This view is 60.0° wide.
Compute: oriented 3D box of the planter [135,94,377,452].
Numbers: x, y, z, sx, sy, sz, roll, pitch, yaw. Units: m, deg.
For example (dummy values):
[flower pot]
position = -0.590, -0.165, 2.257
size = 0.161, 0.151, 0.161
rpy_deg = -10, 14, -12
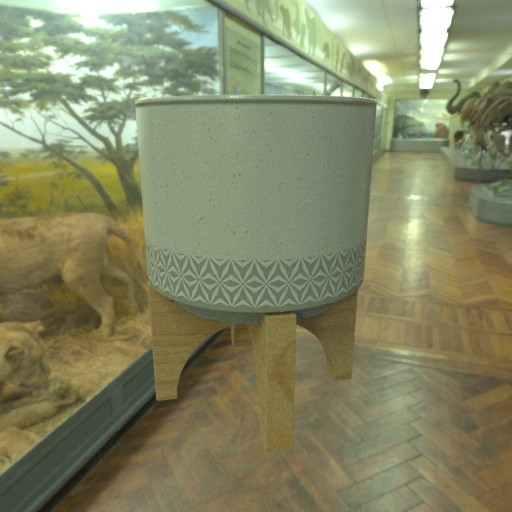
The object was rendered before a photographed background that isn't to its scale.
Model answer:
[planter]
position = 0.000, 0.000, 0.270
size = 0.130, 0.178, 0.130
rpy_deg = 0, 17, 0
